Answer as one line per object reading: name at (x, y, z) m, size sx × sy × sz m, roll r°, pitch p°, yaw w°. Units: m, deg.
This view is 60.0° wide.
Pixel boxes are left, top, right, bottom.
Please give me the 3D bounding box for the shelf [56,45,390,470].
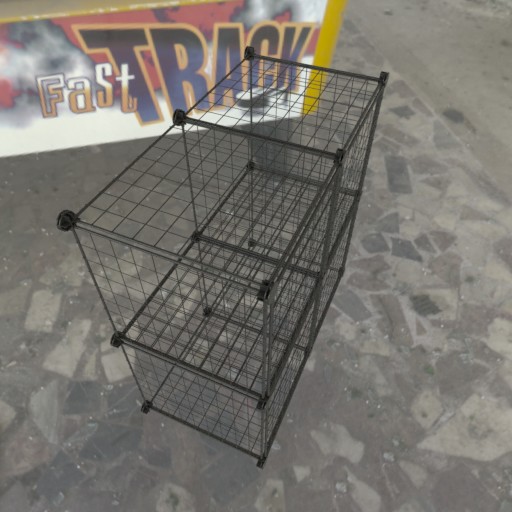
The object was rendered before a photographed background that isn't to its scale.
shelf at (0.000, 0.000, 1.105) m, size 0.356 × 0.711 × 0.711 m, roll 18°, pitch 50°, yaw 16°
